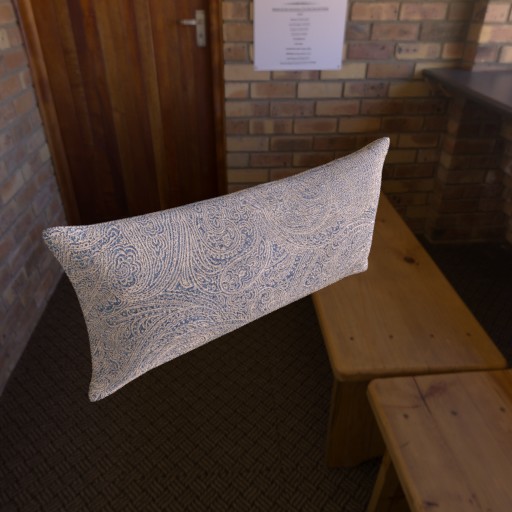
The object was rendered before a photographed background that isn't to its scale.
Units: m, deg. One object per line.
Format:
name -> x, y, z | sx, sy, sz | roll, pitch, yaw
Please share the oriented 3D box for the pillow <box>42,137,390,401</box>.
pillow -> 0.000, 0.000, 0.744 | 0.615, 0.295, 0.151 | -21, 37, -30
